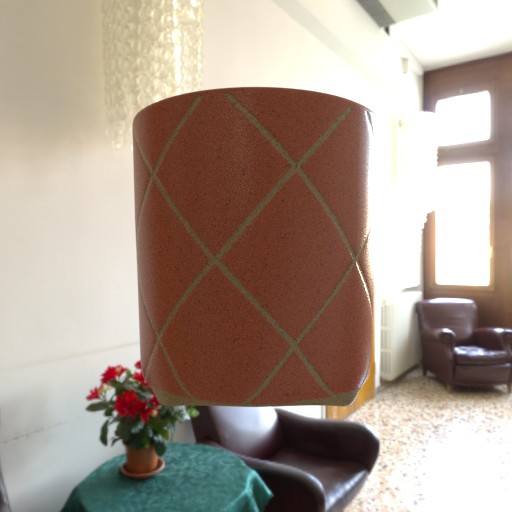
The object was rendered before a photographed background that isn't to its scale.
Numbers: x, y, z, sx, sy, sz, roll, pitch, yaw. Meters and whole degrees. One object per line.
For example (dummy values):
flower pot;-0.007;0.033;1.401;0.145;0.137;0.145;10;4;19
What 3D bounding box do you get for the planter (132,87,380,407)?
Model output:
planter;0.000;0.000;0.355;0.191;0.200;0.191;0;0;0
